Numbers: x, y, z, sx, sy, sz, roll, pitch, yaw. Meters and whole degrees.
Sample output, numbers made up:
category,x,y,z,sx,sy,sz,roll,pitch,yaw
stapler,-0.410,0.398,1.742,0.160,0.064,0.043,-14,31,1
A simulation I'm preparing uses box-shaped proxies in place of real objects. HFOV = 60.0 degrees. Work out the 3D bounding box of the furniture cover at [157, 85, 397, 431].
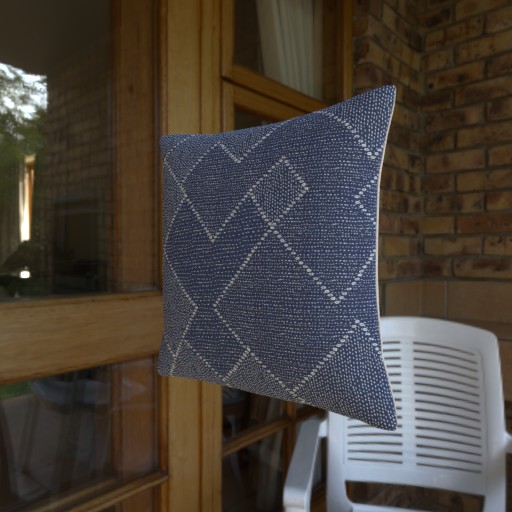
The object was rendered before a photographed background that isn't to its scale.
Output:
category,x,y,z,sx,sy,sz,roll,pitch,yaw
furniture cover,0.000,0.000,0.791,0.511,0.503,0.162,0,1,37
